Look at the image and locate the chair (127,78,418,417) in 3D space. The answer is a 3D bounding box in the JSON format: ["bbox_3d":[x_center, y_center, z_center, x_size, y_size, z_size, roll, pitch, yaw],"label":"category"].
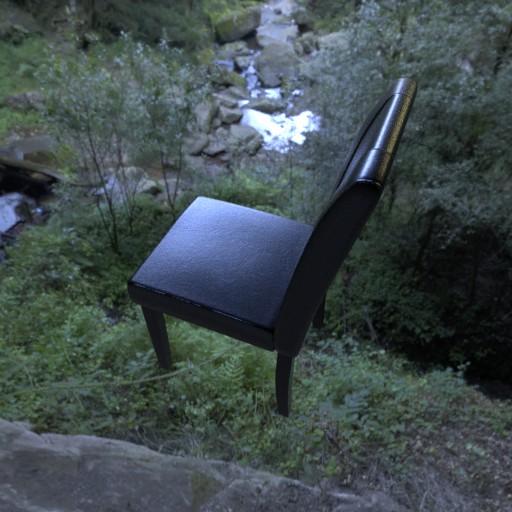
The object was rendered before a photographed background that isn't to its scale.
[{"bbox_3d":[0.000,0.000,1.153,0.556,0.897,0.399,17,49,15],"label":"chair"}]
